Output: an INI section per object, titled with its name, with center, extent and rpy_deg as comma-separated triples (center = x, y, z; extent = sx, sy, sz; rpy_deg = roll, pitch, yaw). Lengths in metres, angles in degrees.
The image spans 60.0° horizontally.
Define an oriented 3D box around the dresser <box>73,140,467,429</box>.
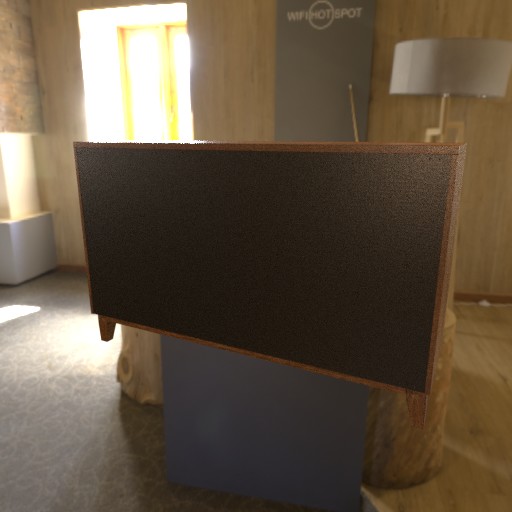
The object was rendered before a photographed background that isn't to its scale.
[dresser]
center = 0.000, 0.000, 1.753
extent = 1.400, 0.873, 0.446
rpy_deg = 8, 17, 26
